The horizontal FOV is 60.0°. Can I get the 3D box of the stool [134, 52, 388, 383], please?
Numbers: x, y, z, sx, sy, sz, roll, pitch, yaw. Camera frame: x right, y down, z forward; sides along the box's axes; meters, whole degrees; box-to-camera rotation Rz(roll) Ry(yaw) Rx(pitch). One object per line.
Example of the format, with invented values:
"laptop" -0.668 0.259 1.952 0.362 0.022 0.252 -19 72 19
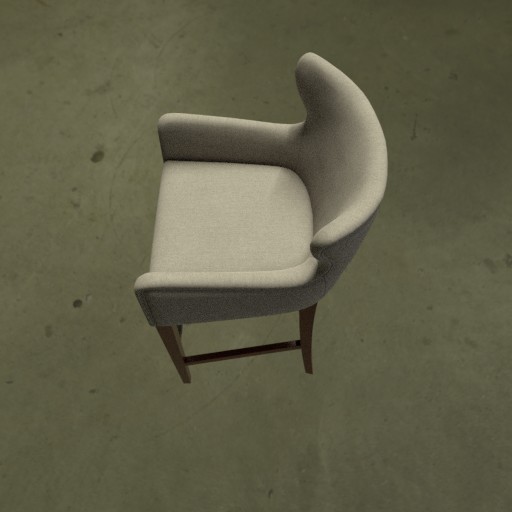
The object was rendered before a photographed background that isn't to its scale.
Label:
"stool" 0.000 0.000 1.402 0.575 1.047 0.575 -1 59 0
